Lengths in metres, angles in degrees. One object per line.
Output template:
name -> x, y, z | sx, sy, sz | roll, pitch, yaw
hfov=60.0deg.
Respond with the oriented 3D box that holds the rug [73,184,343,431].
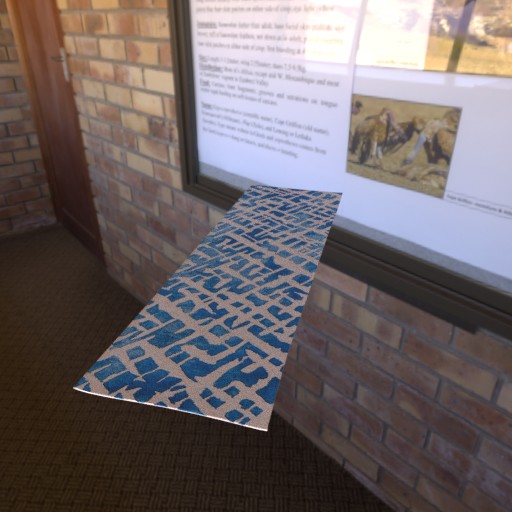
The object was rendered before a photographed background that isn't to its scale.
rug -> 0.000, 0.000, 2.639 | 0.768, 0.011, 2.446 | 8, 29, 14
